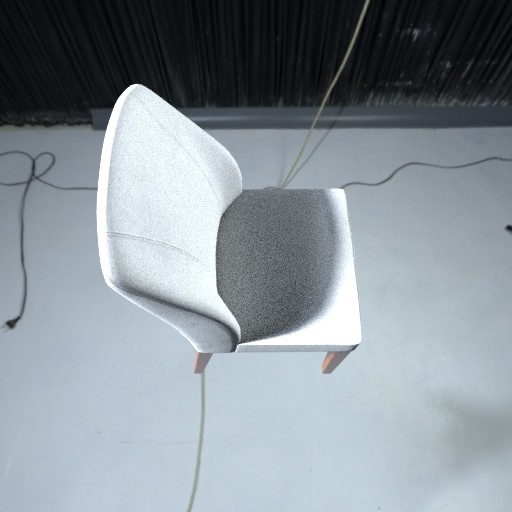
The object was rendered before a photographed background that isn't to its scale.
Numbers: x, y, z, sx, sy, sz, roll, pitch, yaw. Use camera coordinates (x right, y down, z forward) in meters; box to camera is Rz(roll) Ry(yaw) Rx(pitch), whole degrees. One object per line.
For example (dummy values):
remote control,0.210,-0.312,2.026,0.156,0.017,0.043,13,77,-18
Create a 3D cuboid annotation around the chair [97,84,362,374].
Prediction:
chair,0.000,0.000,1.176,0.540,0.893,0.472,0,64,0
